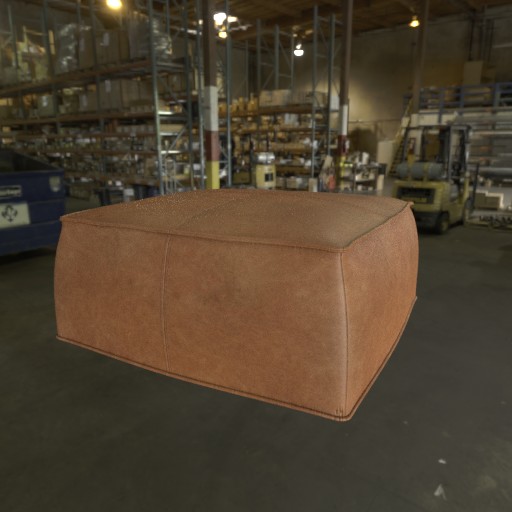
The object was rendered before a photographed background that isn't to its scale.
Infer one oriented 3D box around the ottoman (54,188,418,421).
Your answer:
[{"bbox_3d":[0.000,0.000,1.386,0.902,0.395,0.901,7,16,27],"label":"ottoman"}]
